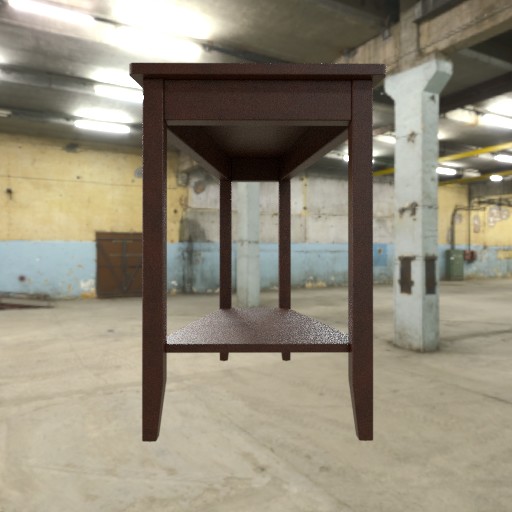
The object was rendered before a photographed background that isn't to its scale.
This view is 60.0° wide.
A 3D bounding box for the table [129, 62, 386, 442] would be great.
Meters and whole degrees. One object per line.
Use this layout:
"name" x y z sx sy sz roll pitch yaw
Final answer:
"table" 0.000 0.000 0.982 0.399 0.589 0.605 0 0 -1
